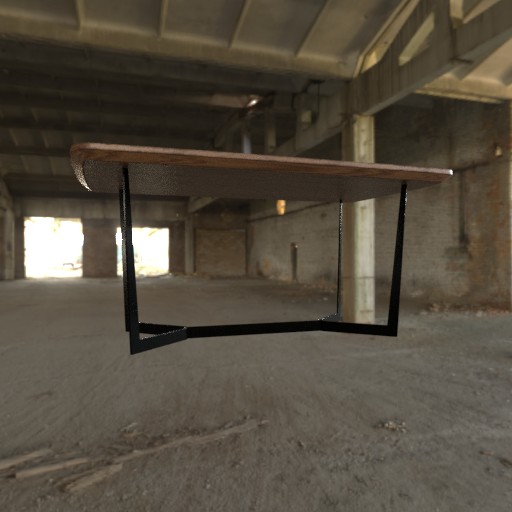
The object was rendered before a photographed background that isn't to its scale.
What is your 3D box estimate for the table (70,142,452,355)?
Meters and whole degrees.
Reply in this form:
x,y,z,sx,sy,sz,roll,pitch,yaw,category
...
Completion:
x,y,z,sx,sy,sz,roll,pitch,yaw,category
0.000,0.000,2.161,1.643,0.765,0.949,0,0,-18,table
